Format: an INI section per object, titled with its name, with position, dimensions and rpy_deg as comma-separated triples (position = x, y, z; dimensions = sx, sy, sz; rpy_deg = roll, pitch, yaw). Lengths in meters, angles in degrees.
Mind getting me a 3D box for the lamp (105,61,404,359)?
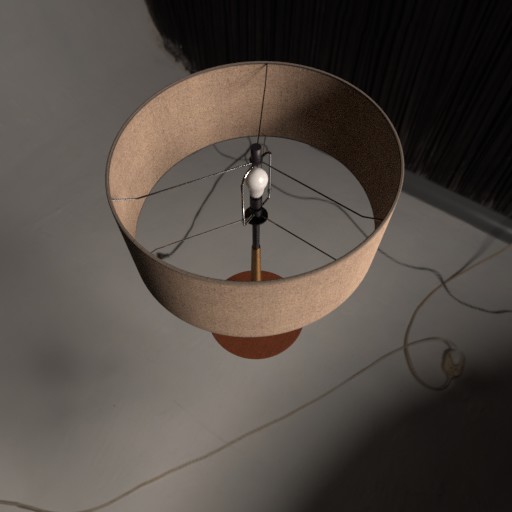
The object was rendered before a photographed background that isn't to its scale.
[lamp]
position = 0.000, 0.000, 0.830
dimensions = 0.396, 0.551, 0.417
rpy_deg = 30, 63, 18
